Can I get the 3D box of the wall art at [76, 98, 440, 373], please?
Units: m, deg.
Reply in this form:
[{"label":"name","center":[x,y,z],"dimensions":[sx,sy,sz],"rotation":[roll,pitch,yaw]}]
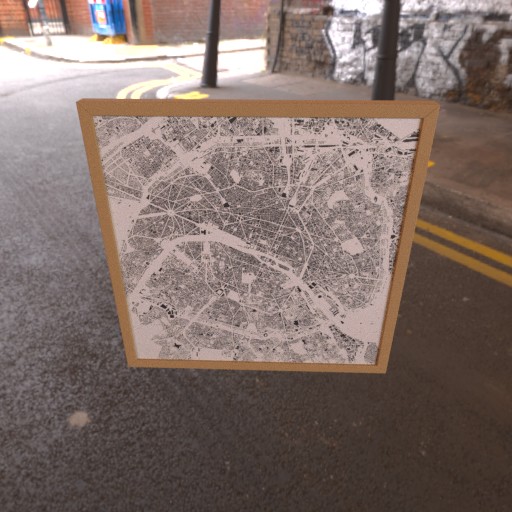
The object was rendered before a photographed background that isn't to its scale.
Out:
[{"label":"wall art","center":[0.000,0.000,1.133],"dimensions":[0.761,0.761,0.037],"rotation":[1,30,2]}]
